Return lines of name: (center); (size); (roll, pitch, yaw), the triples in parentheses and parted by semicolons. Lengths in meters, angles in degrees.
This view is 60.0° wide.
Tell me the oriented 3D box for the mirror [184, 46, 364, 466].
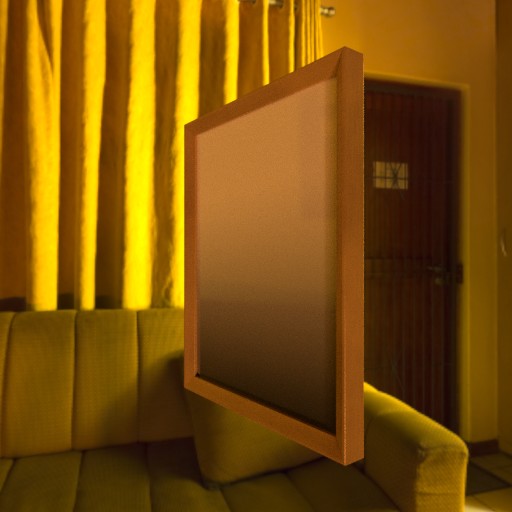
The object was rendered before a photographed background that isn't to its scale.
mirror: (0.000, 0.000, 0.710); (0.041, 0.509, 0.406); (0, 0, -38)
